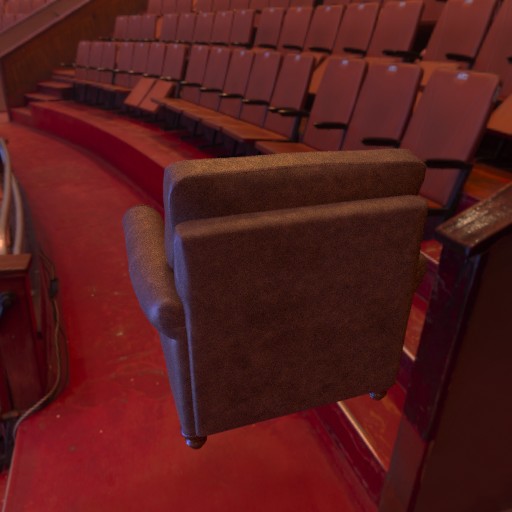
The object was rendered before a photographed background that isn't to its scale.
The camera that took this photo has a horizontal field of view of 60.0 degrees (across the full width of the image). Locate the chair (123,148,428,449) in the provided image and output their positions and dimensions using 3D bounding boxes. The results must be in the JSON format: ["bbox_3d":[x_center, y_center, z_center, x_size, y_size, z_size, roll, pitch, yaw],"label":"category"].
[{"bbox_3d":[0.000,0.000,1.789,0.996,0.976,1.002,-8,27,-17],"label":"chair"}]
